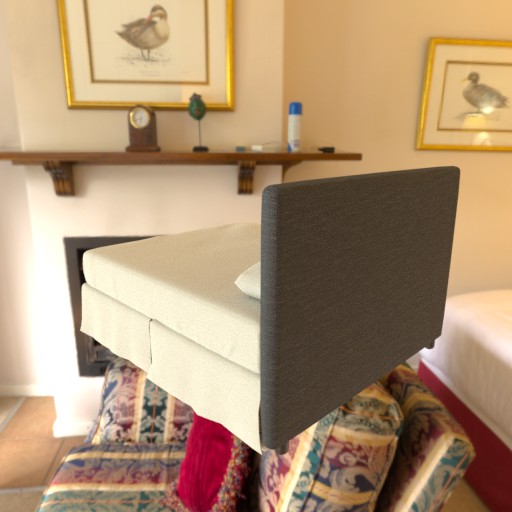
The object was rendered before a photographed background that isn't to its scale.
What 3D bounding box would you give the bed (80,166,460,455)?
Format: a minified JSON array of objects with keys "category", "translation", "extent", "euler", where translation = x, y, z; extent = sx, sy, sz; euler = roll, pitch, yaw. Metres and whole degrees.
[{"category":"bed","translation":[0.000,0.000,3.261],"extent":[1.884,1.330,2.142],"euler":[-14,21,-42]}]
